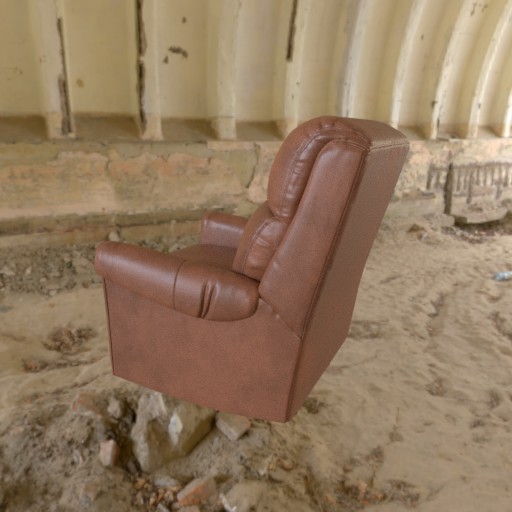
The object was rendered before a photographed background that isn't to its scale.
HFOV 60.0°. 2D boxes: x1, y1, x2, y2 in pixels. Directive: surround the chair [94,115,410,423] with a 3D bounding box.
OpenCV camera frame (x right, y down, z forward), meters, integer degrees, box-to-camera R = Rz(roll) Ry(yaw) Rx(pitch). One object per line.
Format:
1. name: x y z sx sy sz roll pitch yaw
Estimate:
1. chair: 0.000 0.000 1.779 1.014 1.054 0.838 8 17 25
